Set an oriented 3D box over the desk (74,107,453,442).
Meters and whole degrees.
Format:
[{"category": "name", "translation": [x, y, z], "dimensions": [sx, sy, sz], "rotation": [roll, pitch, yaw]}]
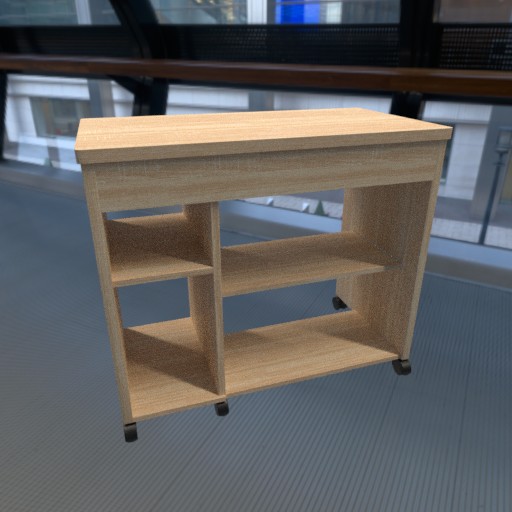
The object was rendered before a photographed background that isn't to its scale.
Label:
[{"category": "desk", "translation": [0.000, 0.000, 1.328], "dimensions": [0.884, 0.770, 0.480], "rotation": [-8, 26, -17]}]
